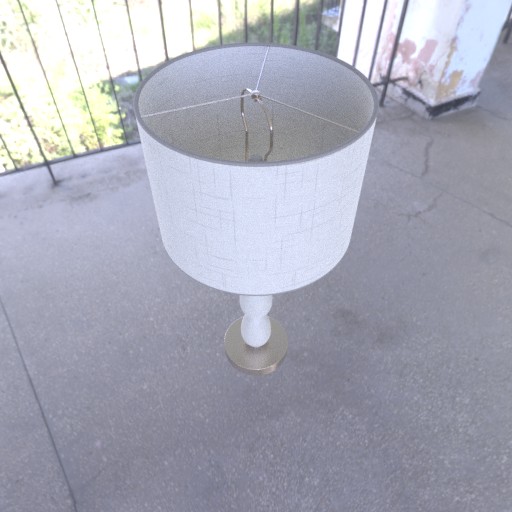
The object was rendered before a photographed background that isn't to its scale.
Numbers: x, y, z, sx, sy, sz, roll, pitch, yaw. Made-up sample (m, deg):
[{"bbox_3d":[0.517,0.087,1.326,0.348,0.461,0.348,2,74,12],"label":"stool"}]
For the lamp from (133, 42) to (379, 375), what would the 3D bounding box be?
[{"bbox_3d":[0.000,0.000,0.716,0.280,0.559,0.282,-17,50,-15],"label":"lamp"}]
